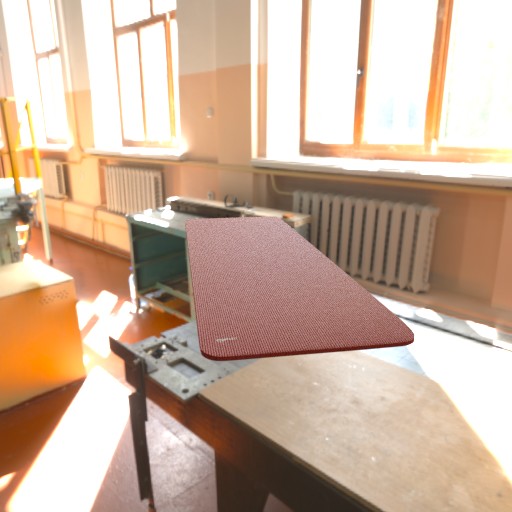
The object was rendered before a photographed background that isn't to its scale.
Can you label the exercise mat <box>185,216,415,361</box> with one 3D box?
[{"bbox_3d":[0.000,0.000,2.068,0.616,0.021,1.869,-3,16,-10],"label":"exercise mat"}]
